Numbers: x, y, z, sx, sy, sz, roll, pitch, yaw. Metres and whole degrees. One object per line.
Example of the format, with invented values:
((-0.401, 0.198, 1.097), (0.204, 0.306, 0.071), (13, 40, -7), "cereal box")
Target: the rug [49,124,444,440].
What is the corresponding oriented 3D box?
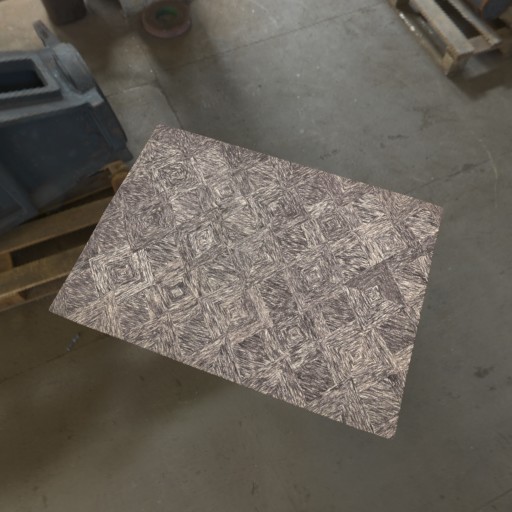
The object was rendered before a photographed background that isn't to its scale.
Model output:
((0.000, 0.000, 5.440), (4.093, 0.020, 2.997), (18, 66, 8), "rug")
